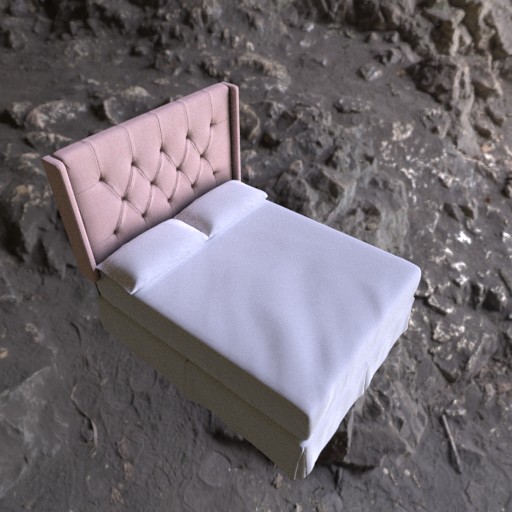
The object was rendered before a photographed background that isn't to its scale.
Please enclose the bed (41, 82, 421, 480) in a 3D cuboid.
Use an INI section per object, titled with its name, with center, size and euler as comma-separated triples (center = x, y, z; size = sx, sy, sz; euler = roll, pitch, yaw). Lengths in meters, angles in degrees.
[bed]
center = 0.000, 0.000, 3.267
size = 2.066, 1.665, 1.719
euler = 27, 48, 28
